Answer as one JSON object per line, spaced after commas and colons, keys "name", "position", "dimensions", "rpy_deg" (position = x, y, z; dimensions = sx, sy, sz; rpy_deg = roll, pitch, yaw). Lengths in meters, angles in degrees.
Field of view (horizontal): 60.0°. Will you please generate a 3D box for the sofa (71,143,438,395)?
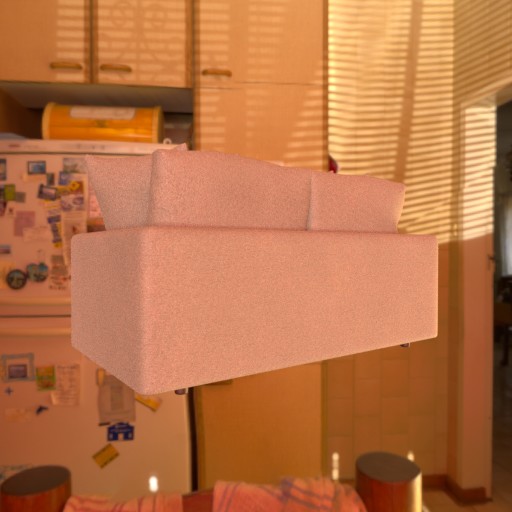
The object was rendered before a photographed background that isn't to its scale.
{"name": "sofa", "position": [0.000, 0.000, 2.612], "dimensions": [1.869, 1.080, 1.228], "rpy_deg": [-1, 1, -36]}
